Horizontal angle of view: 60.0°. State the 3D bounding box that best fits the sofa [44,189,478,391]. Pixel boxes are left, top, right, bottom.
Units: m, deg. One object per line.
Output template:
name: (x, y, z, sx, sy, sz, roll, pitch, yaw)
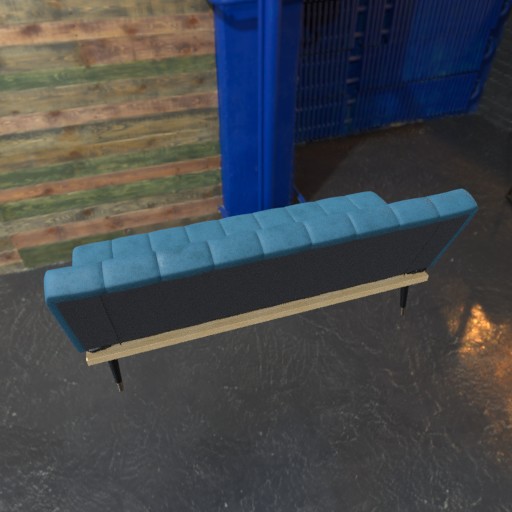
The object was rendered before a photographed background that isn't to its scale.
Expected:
sofa: (0.000, 0.000, 2.274, 1.810, 0.825, 0.830, -12, 42, -14)
